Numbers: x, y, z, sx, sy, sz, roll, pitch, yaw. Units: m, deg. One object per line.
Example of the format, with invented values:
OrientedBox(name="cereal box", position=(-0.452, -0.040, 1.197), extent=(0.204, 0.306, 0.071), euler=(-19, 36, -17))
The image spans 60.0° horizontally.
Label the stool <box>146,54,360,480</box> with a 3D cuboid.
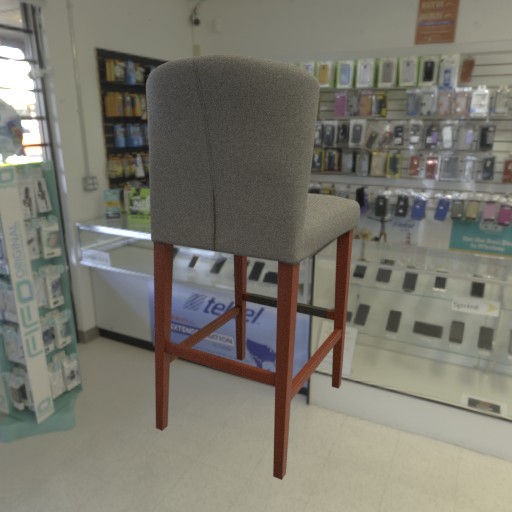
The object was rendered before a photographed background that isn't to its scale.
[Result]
OrientedBox(name="stool", position=(0.000, 0.000, 1.359), extent=(0.481, 1.069, 0.568), euler=(9, 19, 27))
